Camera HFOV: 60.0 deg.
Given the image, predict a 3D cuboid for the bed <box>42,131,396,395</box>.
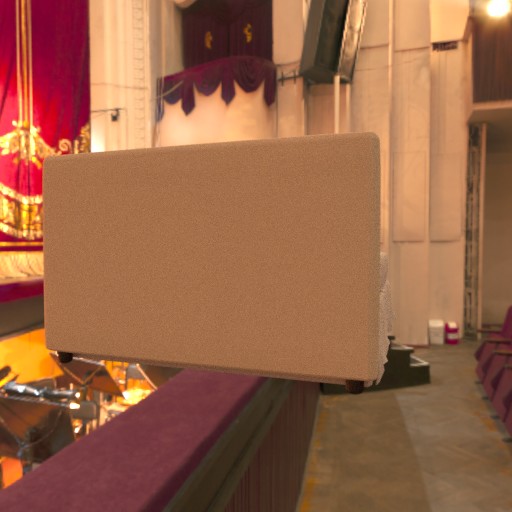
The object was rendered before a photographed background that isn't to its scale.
[{"bbox_3d":[0.000,0.000,3.552,2.119,1.317,2.341,1,2,19],"label":"bed"}]
